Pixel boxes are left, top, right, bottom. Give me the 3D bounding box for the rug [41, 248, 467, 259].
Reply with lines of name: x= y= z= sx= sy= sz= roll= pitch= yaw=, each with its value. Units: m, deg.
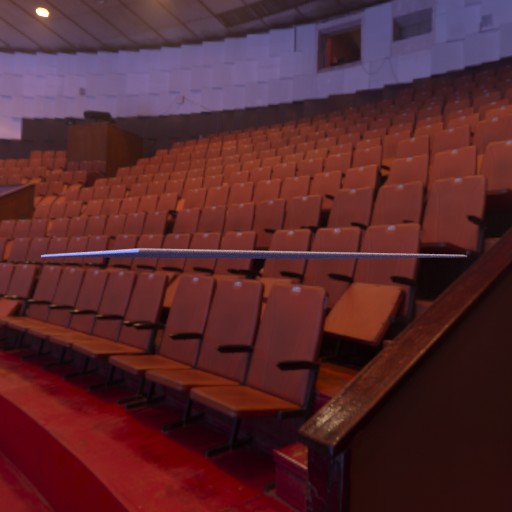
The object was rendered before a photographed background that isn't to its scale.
rug: x=0.000 y=0.000 z=2.822 sx=2.205 sy=0.014 sz=1.589 roll=1 pitch=-1 yaw=-37
